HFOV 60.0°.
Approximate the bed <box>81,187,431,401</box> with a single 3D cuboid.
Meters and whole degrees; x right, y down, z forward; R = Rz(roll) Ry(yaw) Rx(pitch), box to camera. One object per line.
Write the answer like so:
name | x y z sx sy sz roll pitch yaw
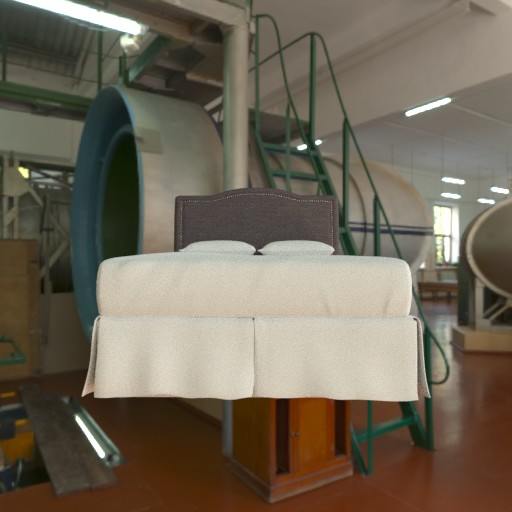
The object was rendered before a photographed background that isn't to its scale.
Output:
bed | 0.000 0.000 3.393 1.741 1.441 2.507 0 -1 1
